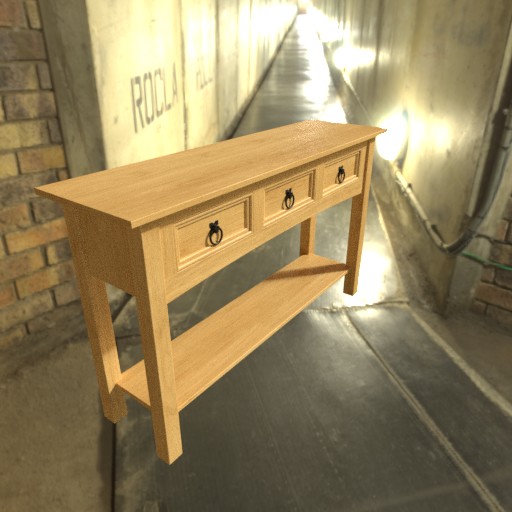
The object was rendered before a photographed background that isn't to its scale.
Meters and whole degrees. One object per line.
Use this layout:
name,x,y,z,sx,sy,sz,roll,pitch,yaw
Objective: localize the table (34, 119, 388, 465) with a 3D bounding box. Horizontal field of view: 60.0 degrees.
table,0.000,0.000,1.533,0.350,0.730,1.240,18,32,33
